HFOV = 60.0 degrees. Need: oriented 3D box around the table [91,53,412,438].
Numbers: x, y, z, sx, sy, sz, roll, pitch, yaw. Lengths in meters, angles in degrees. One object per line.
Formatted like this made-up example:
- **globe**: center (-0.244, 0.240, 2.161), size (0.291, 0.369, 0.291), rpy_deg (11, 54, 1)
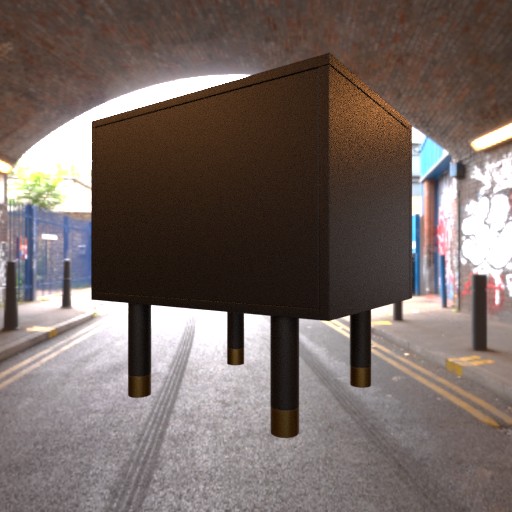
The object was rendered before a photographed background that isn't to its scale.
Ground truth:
- **table**: center (0.000, 0.000, 0.979), size (0.564, 0.584, 0.441), rpy_deg (0, 0, 35)
